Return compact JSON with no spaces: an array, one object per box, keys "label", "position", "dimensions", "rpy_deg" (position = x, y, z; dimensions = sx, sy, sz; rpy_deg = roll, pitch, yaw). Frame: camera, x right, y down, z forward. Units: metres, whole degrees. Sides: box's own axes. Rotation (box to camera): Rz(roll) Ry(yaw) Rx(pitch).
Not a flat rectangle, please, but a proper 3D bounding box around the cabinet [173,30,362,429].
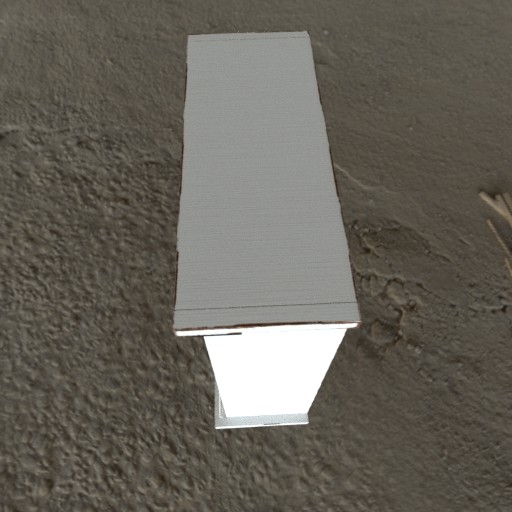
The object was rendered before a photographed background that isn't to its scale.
[{"label":"cabinet","position":[0.000,0.000,0.886],"dimensions":[0.210,0.603,0.541],"rpy_deg":[-2,59,-1]}]
